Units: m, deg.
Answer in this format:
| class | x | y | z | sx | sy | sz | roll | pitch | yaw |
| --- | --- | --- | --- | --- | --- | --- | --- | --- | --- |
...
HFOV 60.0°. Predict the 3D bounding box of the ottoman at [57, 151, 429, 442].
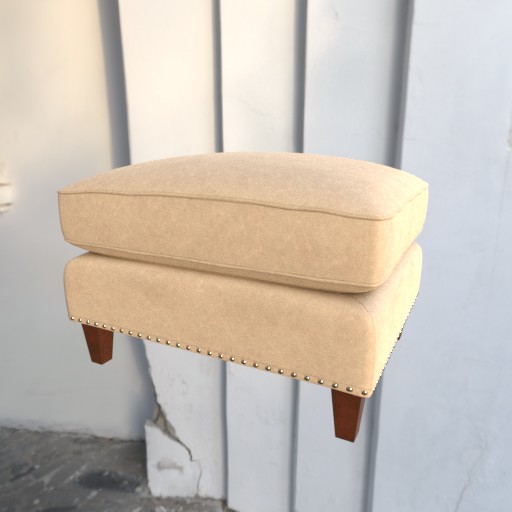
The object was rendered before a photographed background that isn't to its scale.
| class | x | y | z | sx | sy | sz | roll | pitch | yaw |
| --- | --- | --- | --- | --- | --- | --- | --- | --- | --- |
| ottoman | 0.000 | 0.000 | 1.124 | 0.741 | 0.513 | 0.584 | 8 | 17 | 26 |
